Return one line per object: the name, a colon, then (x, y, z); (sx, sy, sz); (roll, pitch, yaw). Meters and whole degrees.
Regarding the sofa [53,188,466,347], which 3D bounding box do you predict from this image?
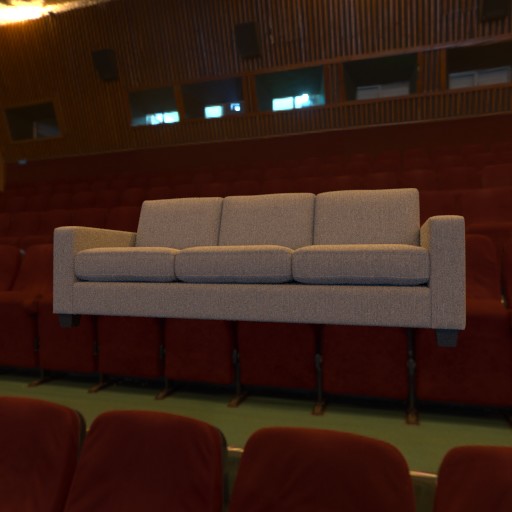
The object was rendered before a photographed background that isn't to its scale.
sofa: (0.000, 0.000, 2.591); (2.120, 0.800, 0.900); (0, -1, 17)
